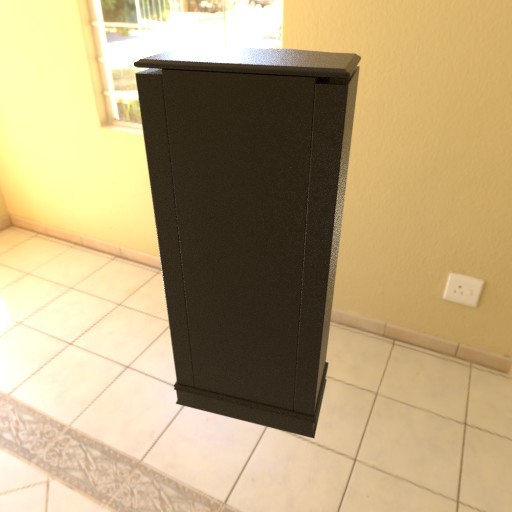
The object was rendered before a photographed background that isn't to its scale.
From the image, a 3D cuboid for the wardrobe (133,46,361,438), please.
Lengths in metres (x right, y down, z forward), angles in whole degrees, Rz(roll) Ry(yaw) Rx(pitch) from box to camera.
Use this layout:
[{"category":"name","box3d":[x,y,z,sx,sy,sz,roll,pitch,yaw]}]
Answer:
[{"category":"wardrobe","box3d":[0.000,0.000,1.208,0.444,1.011,0.295,9,33,14]}]
